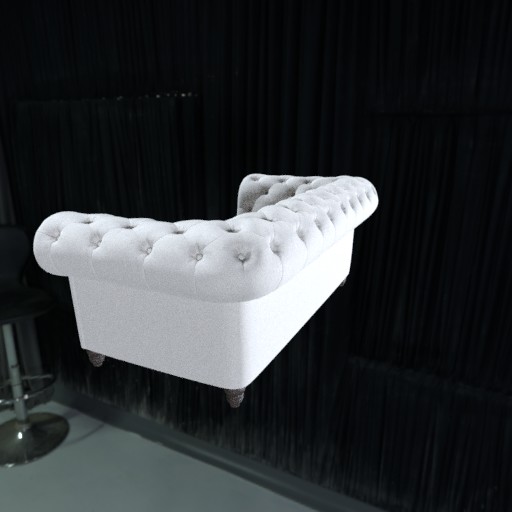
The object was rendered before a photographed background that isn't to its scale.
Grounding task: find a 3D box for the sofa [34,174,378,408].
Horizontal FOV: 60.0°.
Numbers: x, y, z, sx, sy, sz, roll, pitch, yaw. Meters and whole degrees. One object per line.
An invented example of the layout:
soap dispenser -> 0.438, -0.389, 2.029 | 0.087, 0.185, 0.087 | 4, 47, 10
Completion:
sofa -> 0.000, 0.000, 2.427 | 0.986, 0.764, 1.998 | 8, 18, 25
